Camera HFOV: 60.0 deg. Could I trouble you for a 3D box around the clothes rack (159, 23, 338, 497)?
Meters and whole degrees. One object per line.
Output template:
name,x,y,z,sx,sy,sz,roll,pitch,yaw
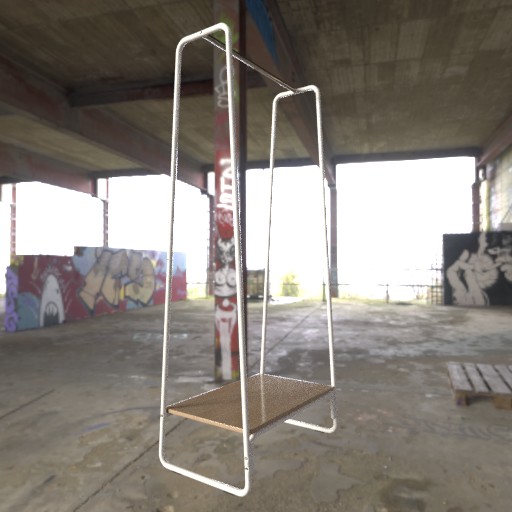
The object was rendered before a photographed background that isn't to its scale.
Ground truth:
clothes rack,0.000,0.000,1.726,0.400,1.500,0.640,-1,-1,35
